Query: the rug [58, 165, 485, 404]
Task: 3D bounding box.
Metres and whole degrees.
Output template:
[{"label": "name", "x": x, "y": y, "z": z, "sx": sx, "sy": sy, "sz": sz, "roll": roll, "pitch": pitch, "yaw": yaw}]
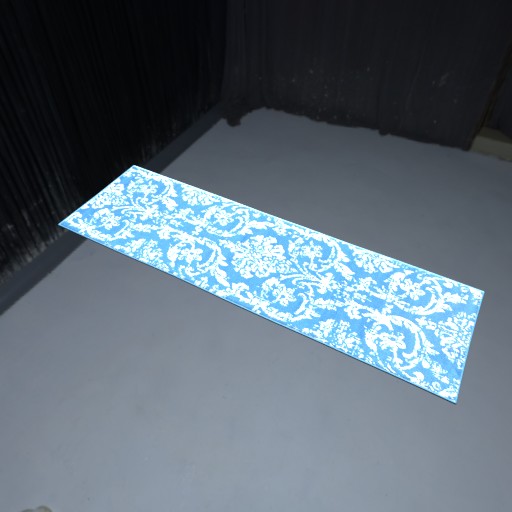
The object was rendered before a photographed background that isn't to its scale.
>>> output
[{"label": "rug", "x": 0.000, "y": 0.000, "z": 2.338, "sx": 2.196, "sy": 0.011, "sz": 0.662, "roll": 22, "pitch": 50, "yaw": 20}]
